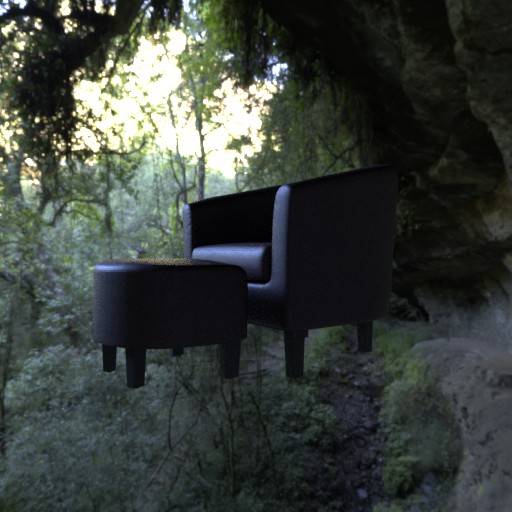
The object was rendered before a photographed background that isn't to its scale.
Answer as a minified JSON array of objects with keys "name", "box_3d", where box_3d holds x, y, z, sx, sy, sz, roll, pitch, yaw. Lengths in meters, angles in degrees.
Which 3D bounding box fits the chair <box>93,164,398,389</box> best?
[{"name":"chair","box_3d":[0.000,0.000,1.663,1.176,0.755,0.737,0,0,-36]}]
